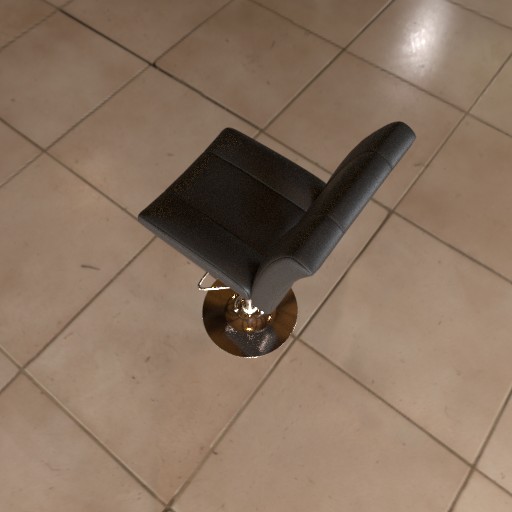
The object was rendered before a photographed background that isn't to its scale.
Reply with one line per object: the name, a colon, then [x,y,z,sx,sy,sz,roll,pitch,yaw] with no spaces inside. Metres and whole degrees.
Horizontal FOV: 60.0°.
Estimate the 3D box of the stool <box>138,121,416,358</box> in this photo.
stool: [0.000,0.000,1.383,0.520,1.151,0.415,34,69,15]
